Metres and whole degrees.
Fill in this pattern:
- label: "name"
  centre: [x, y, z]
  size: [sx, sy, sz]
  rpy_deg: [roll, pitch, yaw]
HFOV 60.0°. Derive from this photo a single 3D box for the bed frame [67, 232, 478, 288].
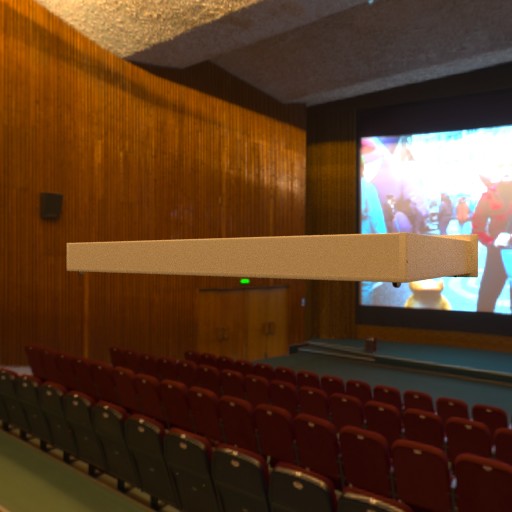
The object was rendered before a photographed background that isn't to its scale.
- label: "bed frame"
  centre: [0.000, 0.000, 1.553]
  size: [1.300, 0.141, 0.670]
  rpy_deg: [0, 0, 36]
